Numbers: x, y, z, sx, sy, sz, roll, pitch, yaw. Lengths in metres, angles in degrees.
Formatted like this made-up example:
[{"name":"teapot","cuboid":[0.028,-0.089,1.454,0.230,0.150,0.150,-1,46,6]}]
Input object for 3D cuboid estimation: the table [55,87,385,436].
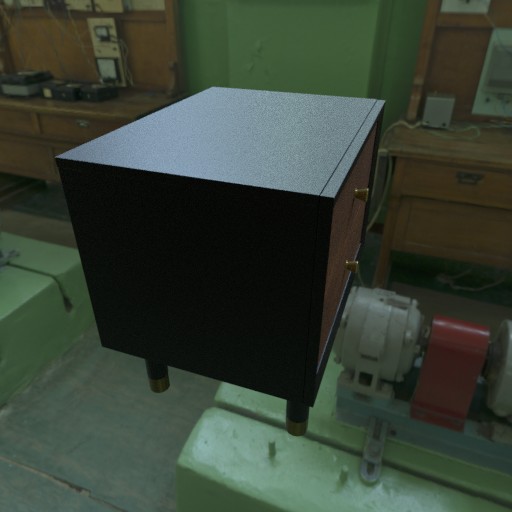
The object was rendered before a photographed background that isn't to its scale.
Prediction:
[{"name":"table","cuboid":[0.000,0.000,0.983,0.441,0.584,0.564,11,33,17]}]
